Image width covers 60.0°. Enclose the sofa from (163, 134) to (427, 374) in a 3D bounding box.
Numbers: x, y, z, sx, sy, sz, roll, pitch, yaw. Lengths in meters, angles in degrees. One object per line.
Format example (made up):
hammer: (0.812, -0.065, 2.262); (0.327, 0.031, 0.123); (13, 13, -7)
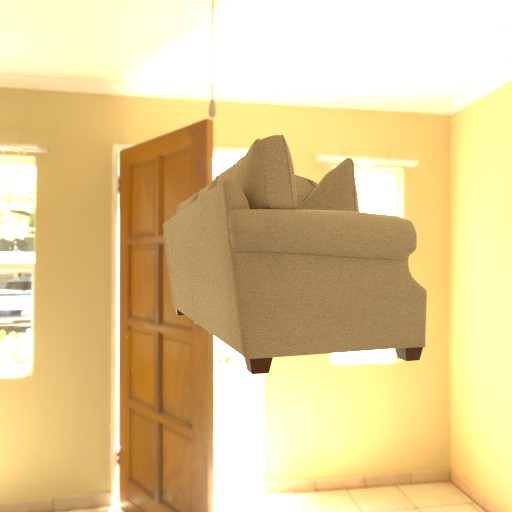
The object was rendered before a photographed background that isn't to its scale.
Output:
sofa: (0.000, 0.000, 2.888); (0.965, 0.975, 2.312); (0, -1, -18)
